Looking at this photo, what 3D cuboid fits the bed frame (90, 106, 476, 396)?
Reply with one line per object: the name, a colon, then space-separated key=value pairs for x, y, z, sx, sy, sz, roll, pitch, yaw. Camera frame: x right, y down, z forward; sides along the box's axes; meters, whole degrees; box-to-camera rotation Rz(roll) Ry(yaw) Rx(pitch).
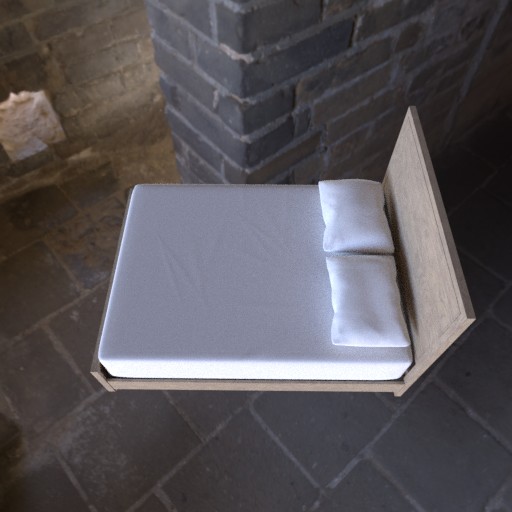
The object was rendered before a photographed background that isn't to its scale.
bed frame: x=0.000 y=0.000 z=3.205 sx=2.189 sy=1.369 sz=1.606 roll=0 pitch=57 yaw=0
